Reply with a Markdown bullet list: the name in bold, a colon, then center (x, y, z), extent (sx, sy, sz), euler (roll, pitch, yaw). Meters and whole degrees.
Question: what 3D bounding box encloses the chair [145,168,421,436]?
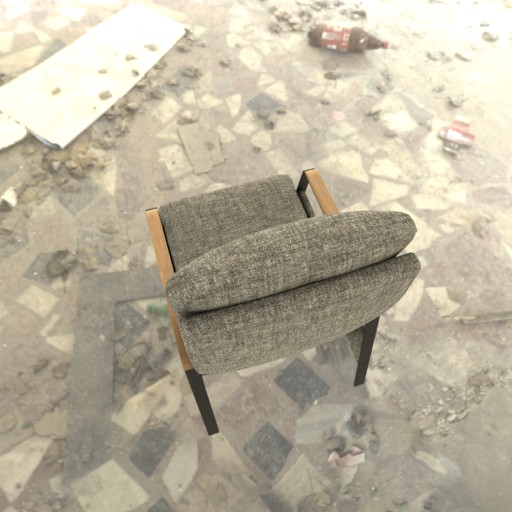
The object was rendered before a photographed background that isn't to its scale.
- **chair**: center (0.000, 0.000, 1.572), extent (0.671, 1.042, 0.868), euler (-15, 60, -9)
